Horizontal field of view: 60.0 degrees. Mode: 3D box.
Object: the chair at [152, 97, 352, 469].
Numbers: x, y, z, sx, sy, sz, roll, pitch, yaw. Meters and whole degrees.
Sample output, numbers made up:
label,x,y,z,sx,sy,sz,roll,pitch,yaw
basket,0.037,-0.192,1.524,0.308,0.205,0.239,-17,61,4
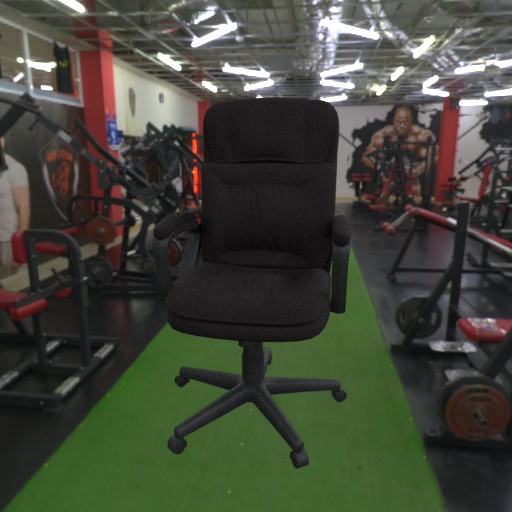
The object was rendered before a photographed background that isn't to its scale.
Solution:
label,x,y,z,sx,sy,sz,roll,pitch,yaw
chair,0.000,0.000,1.531,0.667,1.105,0.724,2,14,10
